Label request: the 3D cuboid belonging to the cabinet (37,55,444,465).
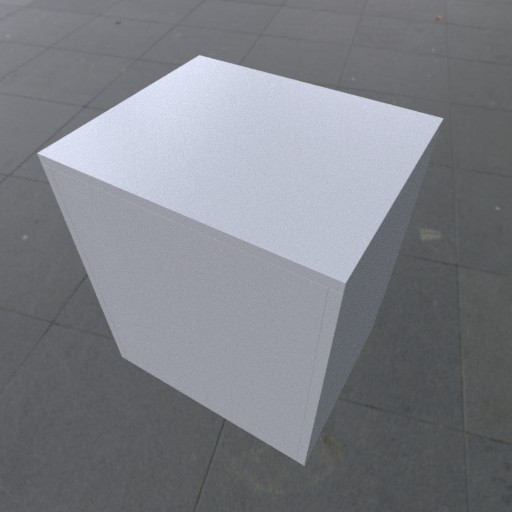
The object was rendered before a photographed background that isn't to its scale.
[{"bbox_3d":[0.000,0.000,0.741,0.400,0.470,0.360,23,51,21],"label":"cabinet"}]
